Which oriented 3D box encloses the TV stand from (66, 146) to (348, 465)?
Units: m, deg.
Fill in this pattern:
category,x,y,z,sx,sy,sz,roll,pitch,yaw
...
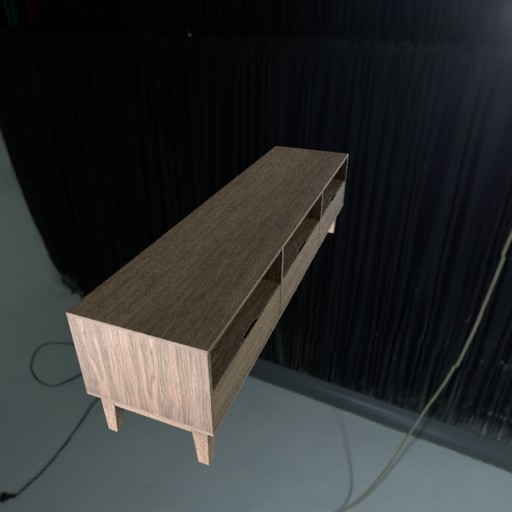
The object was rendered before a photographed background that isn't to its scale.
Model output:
category,x,y,z,sx,sy,sz,roll,pitch,yaw
TV stand,0.000,0.000,1.668,0.366,0.409,1.482,11,31,18
